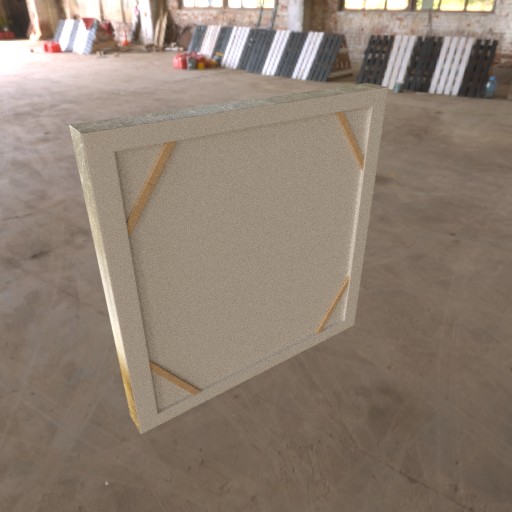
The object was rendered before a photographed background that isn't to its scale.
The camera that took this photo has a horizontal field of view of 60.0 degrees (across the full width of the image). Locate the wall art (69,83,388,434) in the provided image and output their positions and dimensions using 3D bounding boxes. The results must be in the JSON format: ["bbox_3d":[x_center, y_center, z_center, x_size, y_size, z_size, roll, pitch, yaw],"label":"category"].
[{"bbox_3d":[0.000,0.000,0.610,0.405,0.407,0.038,-19,36,-29],"label":"wall art"}]
